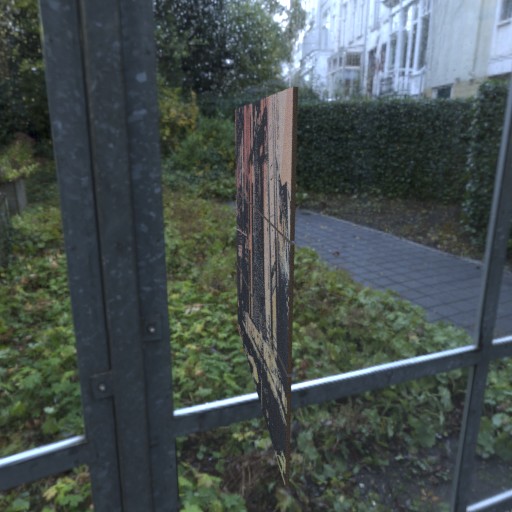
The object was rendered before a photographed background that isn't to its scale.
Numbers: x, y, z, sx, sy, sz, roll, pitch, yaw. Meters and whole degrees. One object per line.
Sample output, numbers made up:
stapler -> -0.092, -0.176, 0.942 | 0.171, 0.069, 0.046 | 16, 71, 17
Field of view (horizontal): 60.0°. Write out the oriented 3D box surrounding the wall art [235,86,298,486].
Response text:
wall art -> 0.000, 0.000, 1.851 | 0.013, 1.216, 1.216 | -3, 16, -9
